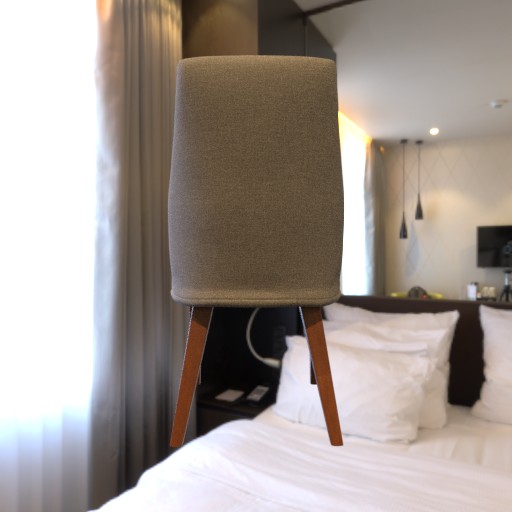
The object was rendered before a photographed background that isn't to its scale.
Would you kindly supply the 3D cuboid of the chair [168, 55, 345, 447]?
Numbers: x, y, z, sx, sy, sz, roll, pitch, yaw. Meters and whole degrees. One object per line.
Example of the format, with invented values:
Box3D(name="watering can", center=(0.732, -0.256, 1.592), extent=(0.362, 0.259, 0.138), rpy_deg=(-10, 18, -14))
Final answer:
Box3D(name="chair", center=(0.000, 0.000, 1.297), extent=(0.500, 0.930, 0.620), rpy_deg=(0, 1, 0))
